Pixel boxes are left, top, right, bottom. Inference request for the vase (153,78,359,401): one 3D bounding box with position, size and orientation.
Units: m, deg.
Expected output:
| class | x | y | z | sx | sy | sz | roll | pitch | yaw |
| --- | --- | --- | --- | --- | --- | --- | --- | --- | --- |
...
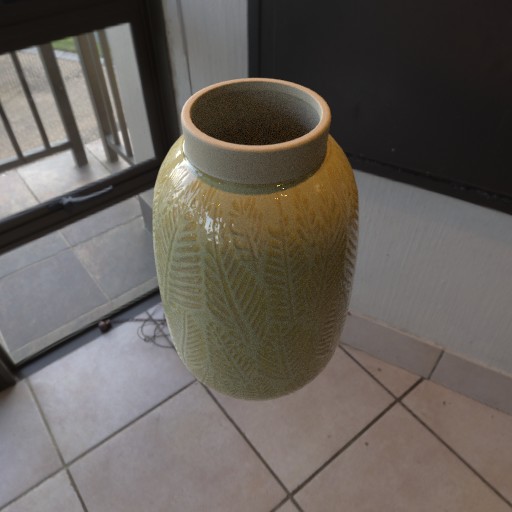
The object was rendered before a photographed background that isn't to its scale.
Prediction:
| class | x | y | z | sx | sy | sz | roll | pitch | yaw |
| --- | --- | --- | --- | --- | --- | --- | --- | --- | --- |
| vase | 0.000 | 0.000 | 0.382 | 0.172 | 0.270 | 0.172 | 0 | 46 | 0 |
